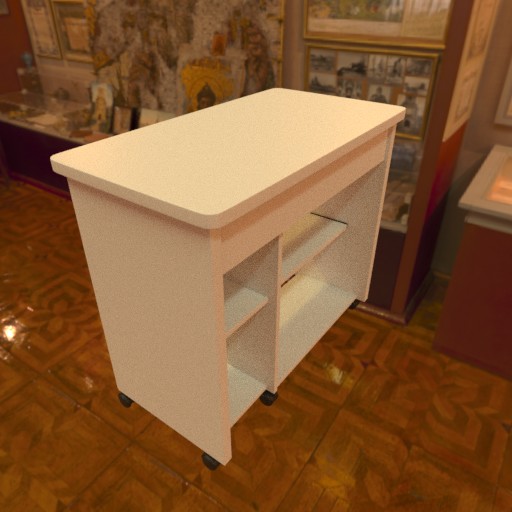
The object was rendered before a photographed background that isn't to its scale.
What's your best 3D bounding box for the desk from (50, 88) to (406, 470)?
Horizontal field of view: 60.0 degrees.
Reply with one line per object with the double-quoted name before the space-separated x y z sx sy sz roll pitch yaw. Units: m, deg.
"desk" 0.000 0.000 1.323 0.475 0.763 0.877 21 38 30
